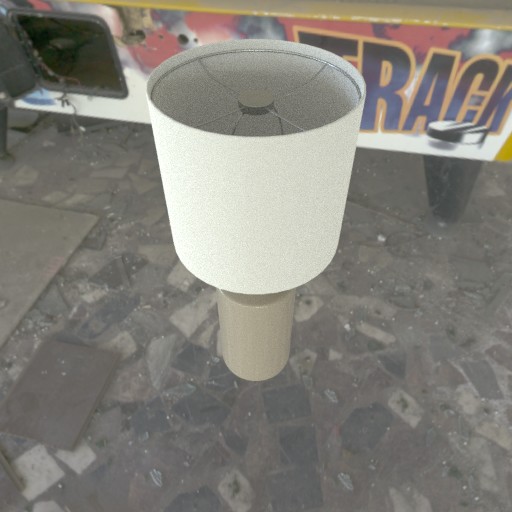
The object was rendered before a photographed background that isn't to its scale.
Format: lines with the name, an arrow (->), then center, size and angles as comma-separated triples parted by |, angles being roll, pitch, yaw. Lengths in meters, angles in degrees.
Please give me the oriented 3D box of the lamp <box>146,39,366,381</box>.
lamp -> 0.000, 0.000, 0.608 | 0.212, 0.493, 0.212 | -31, 53, -26
